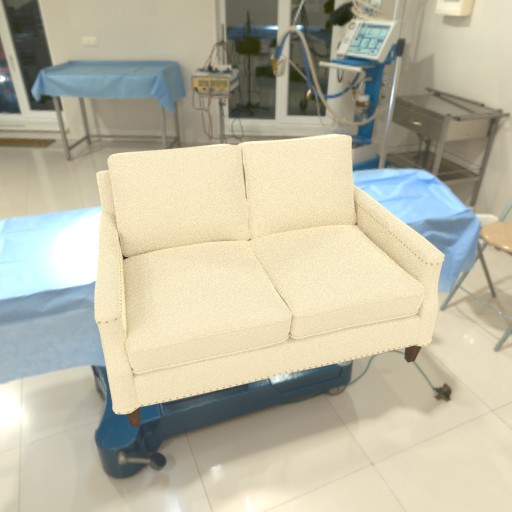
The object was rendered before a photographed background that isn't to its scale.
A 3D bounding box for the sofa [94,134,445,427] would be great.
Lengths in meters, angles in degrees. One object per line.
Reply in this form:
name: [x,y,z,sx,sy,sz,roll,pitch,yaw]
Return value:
sofa: [0.000,0.000,2.339,1.597,1.003,1.084,-9,33,-14]
